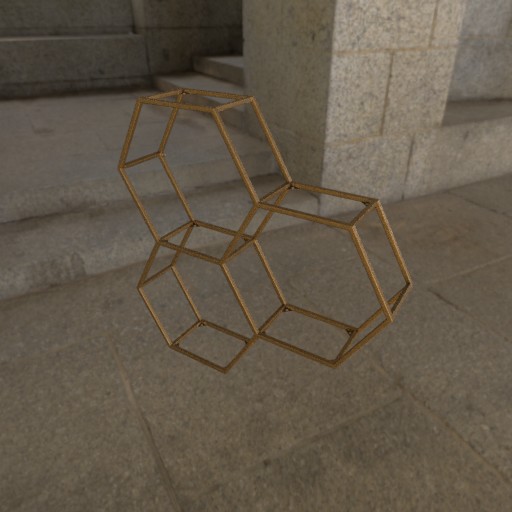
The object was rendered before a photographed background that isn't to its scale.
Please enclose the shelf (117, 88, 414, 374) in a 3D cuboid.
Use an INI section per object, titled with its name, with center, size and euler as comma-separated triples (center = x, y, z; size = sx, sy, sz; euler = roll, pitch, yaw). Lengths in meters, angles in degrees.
[shelf]
center = 0.000, 0.000, 1.063
size = 0.708, 0.701, 0.150
euler = 17, 34, 27
